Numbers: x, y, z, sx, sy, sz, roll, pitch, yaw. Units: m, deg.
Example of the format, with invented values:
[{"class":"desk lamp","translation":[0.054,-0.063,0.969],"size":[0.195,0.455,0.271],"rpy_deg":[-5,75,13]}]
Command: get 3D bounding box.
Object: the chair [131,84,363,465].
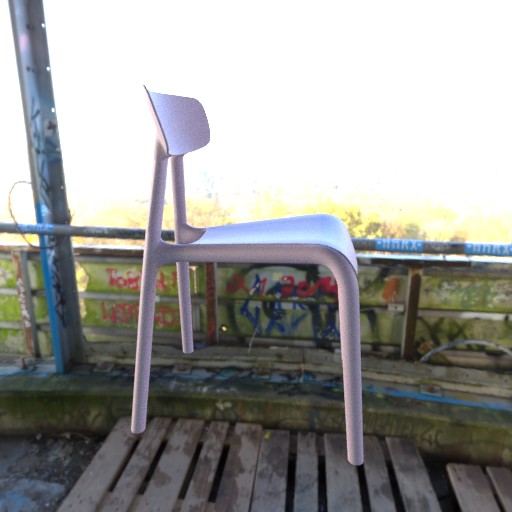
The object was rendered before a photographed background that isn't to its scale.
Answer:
[{"class":"chair","translation":[0.000,0.000,0.823],"size":[0.401,0.580,0.356],"rpy_deg":[2,16,9]}]
